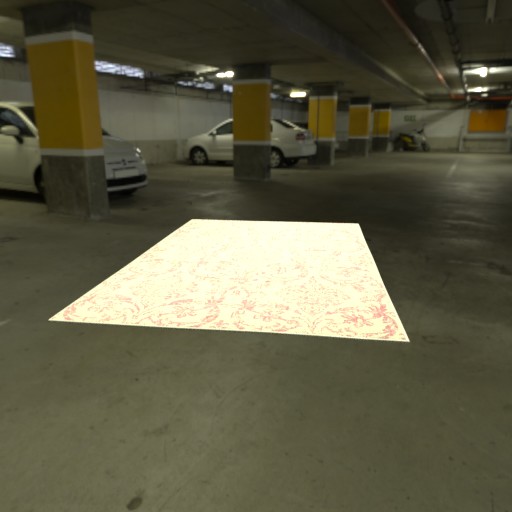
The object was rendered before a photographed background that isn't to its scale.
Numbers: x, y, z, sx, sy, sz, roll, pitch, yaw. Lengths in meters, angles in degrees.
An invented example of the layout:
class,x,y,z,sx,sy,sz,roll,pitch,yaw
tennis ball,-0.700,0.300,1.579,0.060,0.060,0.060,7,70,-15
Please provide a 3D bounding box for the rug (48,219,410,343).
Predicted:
class,x,y,z,sx,sy,sz,roll,pitch,yaw
rug,0.000,0.000,3.492,1.819,0.018,2.746,2,16,7
